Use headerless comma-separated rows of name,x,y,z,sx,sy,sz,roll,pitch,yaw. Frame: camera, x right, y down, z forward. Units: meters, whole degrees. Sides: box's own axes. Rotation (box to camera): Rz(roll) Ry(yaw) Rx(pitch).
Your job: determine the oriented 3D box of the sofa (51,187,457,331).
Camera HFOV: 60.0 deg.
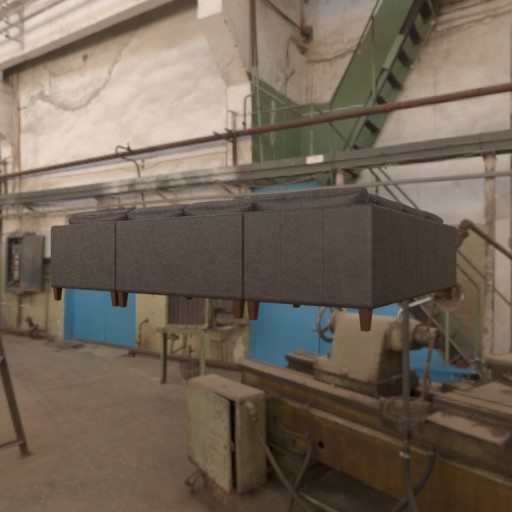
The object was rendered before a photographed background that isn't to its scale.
sofa,0.000,0.000,4.491,3.324,0.891,2.452,0,0,35
